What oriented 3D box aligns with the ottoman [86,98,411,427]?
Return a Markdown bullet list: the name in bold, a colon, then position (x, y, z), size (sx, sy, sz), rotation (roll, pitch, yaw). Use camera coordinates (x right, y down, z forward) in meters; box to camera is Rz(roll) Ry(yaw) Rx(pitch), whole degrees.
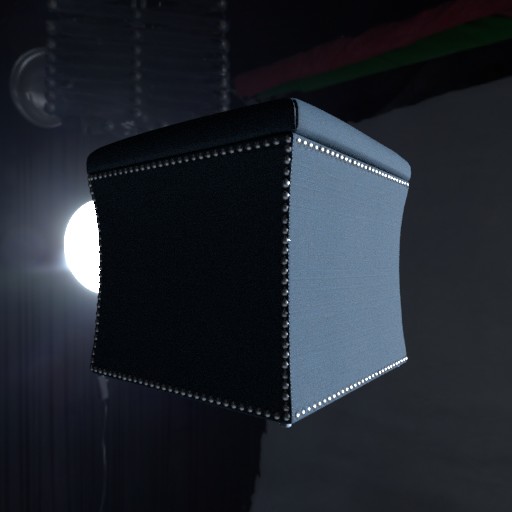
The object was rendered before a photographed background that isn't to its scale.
- **ottoman**: position (0.000, 0.000, 0.915), size (0.507, 0.475, 0.497), rotation (0, -1, 37)
